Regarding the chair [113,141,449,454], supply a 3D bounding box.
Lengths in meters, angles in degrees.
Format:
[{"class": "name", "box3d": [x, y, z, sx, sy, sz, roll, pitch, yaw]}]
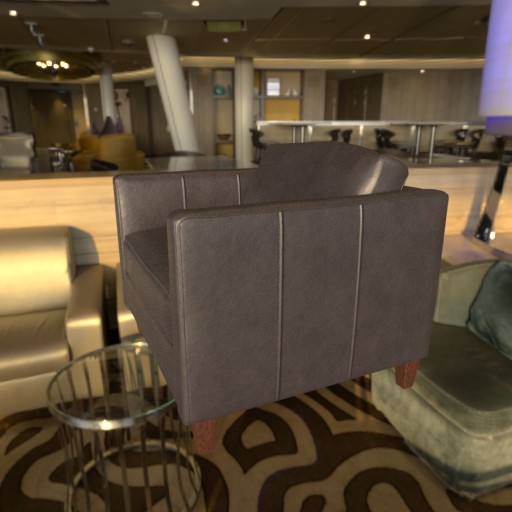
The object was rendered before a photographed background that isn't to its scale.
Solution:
[{"class": "chair", "box3d": [0.000, 0.000, 1.618, 0.862, 0.811, 0.939, -8, 18, -24]}]
